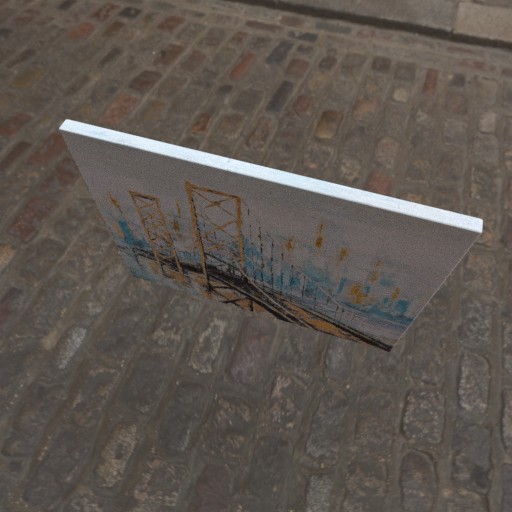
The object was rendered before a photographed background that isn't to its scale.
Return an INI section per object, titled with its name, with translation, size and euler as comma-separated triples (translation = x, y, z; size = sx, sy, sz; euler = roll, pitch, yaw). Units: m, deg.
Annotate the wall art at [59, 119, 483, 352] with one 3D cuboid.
[wall art]
translation = 0.000, 0.000, 1.349
size = 1.016, 0.762, 0.038
euler = 15, 60, 9
